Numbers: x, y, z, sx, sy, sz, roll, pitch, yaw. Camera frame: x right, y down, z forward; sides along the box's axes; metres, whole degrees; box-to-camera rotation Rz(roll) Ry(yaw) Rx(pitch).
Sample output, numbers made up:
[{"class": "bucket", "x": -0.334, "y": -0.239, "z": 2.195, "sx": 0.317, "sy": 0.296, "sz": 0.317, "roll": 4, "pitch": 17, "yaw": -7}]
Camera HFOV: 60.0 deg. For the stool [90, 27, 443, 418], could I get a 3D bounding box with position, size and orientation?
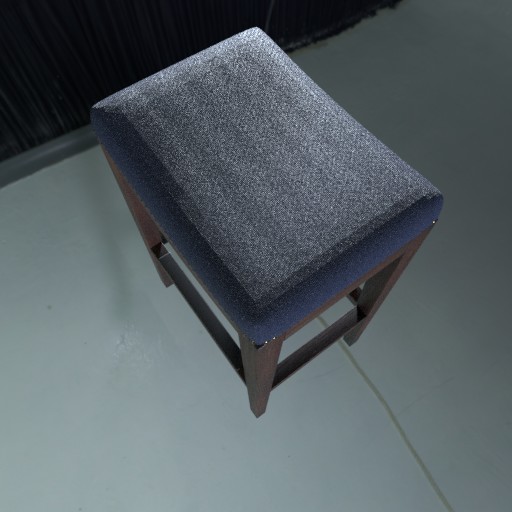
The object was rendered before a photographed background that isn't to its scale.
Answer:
[{"class": "stool", "x": 0.000, "y": 0.000, "z": 0.999, "sx": 0.358, "sy": 0.740, "sz": 0.498, "roll": -33, "pitch": 68, "yaw": -15}]
